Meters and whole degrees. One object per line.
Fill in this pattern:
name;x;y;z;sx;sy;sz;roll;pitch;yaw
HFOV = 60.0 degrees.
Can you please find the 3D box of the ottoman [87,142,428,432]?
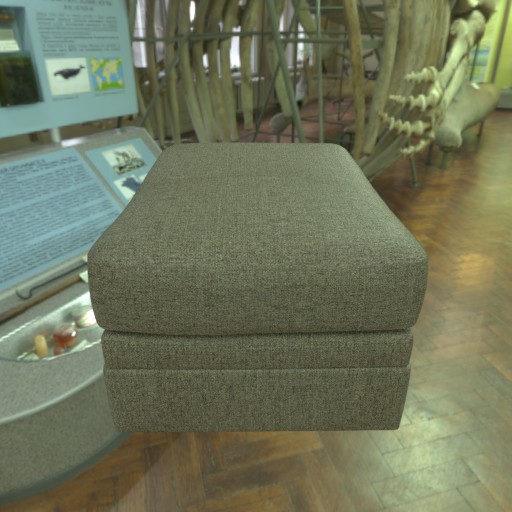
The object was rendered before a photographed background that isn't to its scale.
ottoman;0.000;0.000;1.226;0.637;0.478;0.885;0;27;-1
